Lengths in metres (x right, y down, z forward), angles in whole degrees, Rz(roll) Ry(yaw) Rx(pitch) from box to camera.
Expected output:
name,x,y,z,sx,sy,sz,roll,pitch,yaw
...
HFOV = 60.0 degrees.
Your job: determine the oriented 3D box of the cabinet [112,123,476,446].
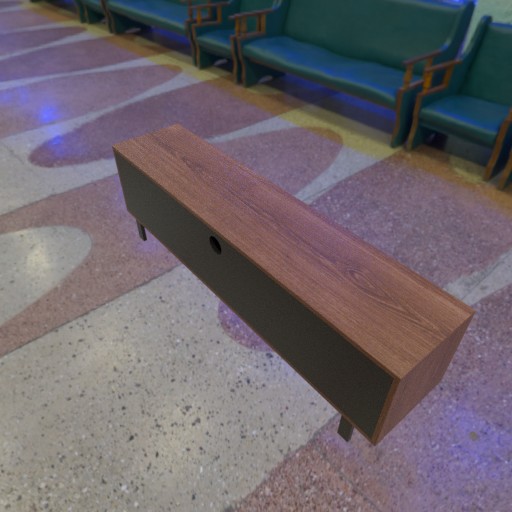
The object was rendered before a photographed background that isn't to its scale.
name,x,y,z,sx,sy,sz,roll,pitch,yaw
cabinet,0.000,0.000,1.883,0.400,0.500,1.650,-29,49,-29
